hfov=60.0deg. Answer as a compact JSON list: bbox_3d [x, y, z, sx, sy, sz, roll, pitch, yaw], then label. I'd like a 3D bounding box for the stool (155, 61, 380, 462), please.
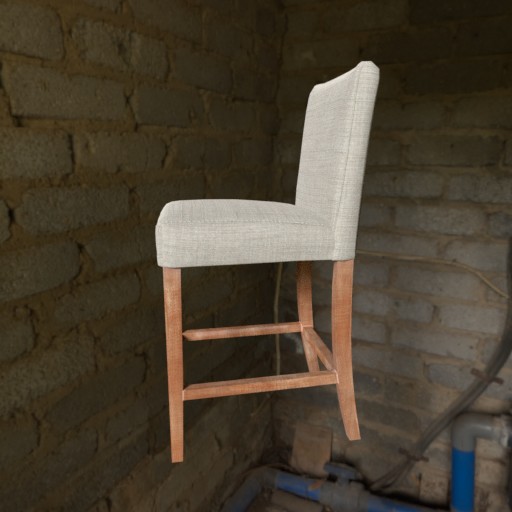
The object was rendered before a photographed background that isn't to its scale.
[{"bbox_3d":[0.000,0.000,1.336,0.567,1.039,0.454,-2,13,-9],"label":"stool"}]
